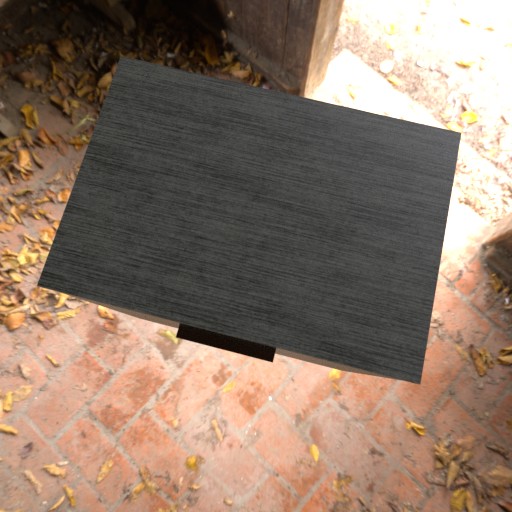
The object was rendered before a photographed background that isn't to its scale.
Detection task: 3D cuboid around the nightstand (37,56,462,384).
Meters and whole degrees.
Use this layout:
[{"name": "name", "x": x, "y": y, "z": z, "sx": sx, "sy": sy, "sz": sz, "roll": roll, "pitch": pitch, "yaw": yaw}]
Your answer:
[{"name": "nightstand", "x": 0.000, "y": 0.000, "z": 0.748, "sx": 0.441, "sy": 0.460, "sz": 0.325, "roll": 14, "pitch": 78, "yaw": 3}]
